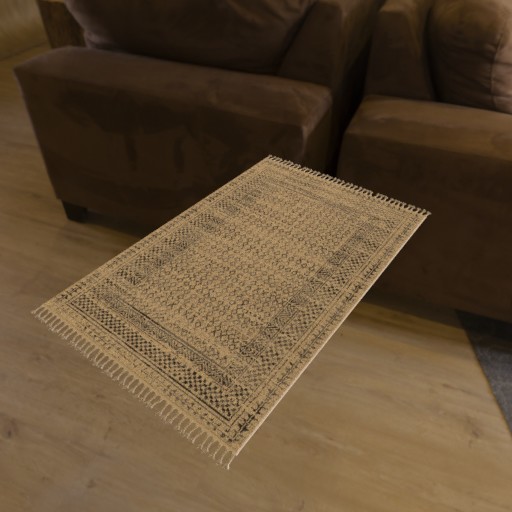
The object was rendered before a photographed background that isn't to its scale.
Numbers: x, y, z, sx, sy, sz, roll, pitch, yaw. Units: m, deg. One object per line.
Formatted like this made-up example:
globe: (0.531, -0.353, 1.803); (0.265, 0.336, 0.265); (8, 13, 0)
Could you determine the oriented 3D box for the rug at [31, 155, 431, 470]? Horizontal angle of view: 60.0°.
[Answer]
rug: (0.000, 0.000, 3.041); (1.548, 0.013, 2.486); (26, 47, 27)
